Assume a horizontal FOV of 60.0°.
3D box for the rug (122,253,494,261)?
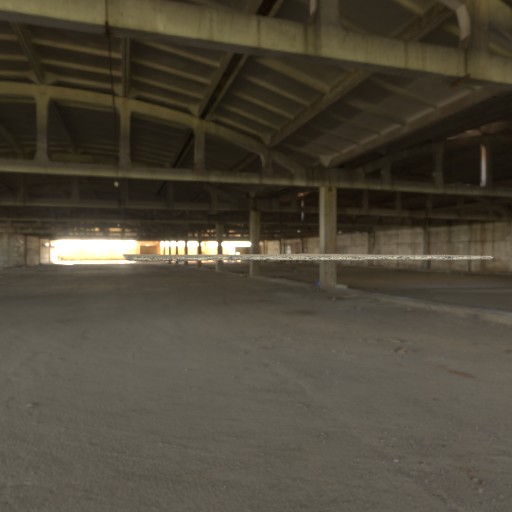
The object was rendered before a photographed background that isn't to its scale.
[{"bbox_3d":[0.000,0.000,4.204,2.414,0.036,3.199,0,0,-17],"label":"rug"}]
